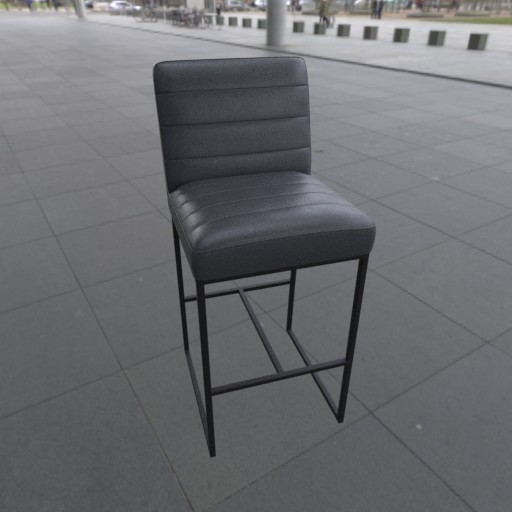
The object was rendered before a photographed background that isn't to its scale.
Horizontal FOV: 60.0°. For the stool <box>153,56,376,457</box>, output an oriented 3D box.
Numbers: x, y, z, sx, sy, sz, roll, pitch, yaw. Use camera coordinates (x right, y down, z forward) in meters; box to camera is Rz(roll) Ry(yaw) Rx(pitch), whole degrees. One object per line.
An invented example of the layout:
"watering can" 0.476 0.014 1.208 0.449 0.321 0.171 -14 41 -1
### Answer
"stool" 0.000 0.000 1.323 0.457 1.040 0.552 -9 31 -15
